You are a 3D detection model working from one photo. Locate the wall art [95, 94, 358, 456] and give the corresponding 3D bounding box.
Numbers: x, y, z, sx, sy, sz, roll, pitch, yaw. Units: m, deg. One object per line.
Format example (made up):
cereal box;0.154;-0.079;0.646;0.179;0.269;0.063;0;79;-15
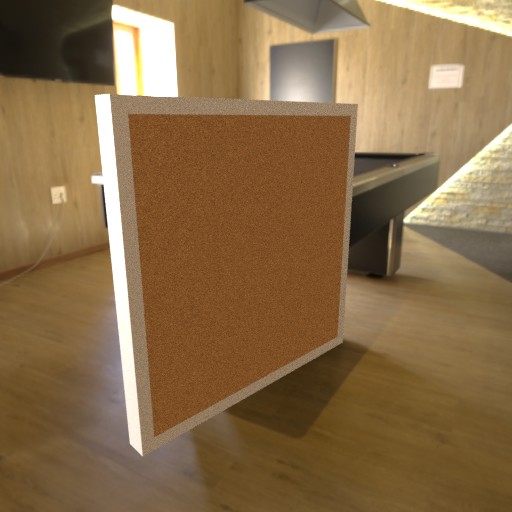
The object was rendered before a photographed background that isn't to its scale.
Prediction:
wall art;0.000;0.000;0.767;0.507;0.508;0.038;-16;23;-42
